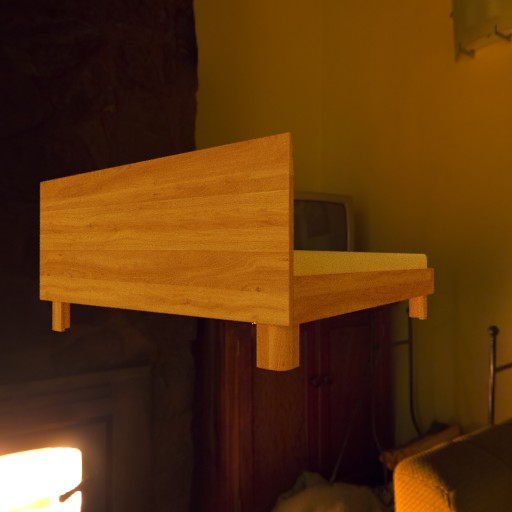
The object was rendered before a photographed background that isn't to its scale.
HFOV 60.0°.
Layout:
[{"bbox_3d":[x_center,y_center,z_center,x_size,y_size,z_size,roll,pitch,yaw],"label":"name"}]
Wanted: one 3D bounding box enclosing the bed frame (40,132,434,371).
[{"bbox_3d":[0.000,0.000,3.101,1.872,0.940,2.092,0,0,37],"label":"bed frame"}]
